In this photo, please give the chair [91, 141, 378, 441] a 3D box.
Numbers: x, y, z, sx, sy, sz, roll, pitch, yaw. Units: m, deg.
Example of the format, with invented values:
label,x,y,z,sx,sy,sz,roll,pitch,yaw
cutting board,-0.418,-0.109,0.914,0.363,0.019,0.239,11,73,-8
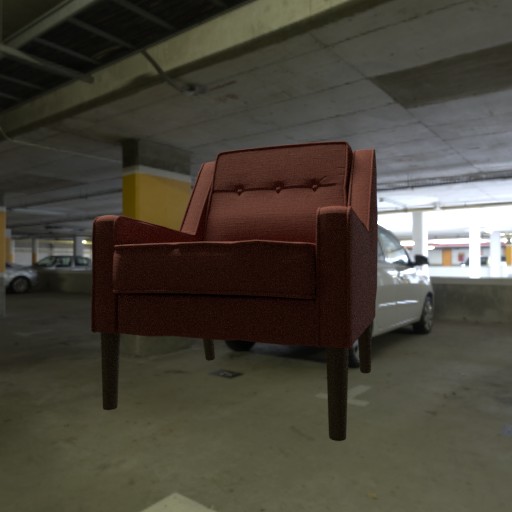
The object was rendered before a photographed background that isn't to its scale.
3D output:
label,x,y,z,sx,sy,sz,roll,pitch,yaw
chair,0.000,0.000,1.369,0.680,0.812,0.770,0,-1,19
